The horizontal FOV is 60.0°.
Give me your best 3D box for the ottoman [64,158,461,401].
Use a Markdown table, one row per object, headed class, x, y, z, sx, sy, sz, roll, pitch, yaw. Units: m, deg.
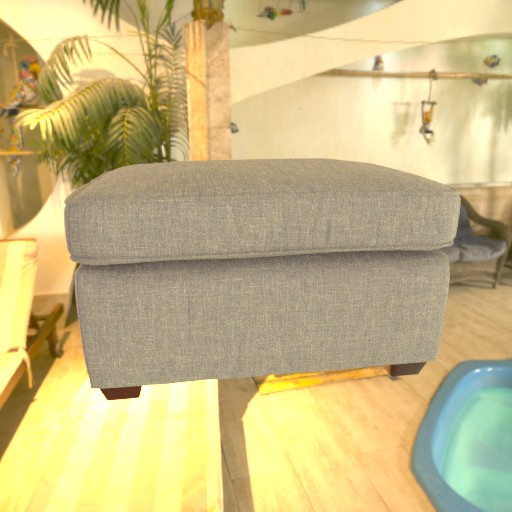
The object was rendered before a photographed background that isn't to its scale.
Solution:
| class | x | y | z | sx | sy | sz | roll | pitch | yaw |
| --- | --- | --- | --- | --- | --- | --- | --- | --- | --- |
| ottoman | 0.000 | 0.000 | 1.091 | 0.762 | 0.457 | 0.559 | -2 | 17 | -8 |
